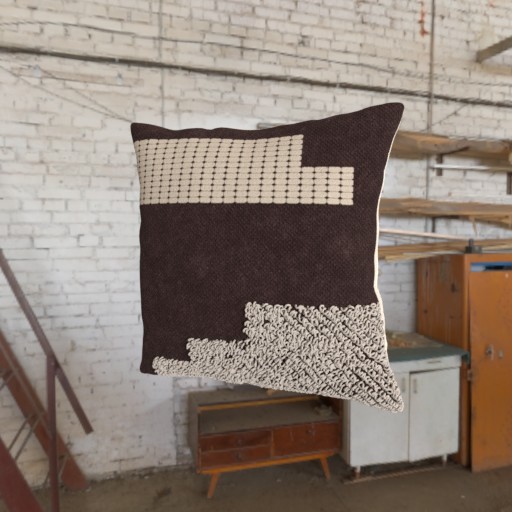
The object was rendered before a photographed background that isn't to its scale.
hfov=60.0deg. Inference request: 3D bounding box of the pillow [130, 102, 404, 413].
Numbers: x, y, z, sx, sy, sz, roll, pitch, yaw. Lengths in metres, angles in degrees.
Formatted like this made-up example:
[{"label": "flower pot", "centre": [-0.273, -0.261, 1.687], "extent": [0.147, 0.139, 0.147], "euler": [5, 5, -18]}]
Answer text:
[{"label": "pillow", "centre": [0.000, 0.000, 0.740], "extent": [0.475, 0.473, 0.178], "euler": [1, 3, 19]}]
